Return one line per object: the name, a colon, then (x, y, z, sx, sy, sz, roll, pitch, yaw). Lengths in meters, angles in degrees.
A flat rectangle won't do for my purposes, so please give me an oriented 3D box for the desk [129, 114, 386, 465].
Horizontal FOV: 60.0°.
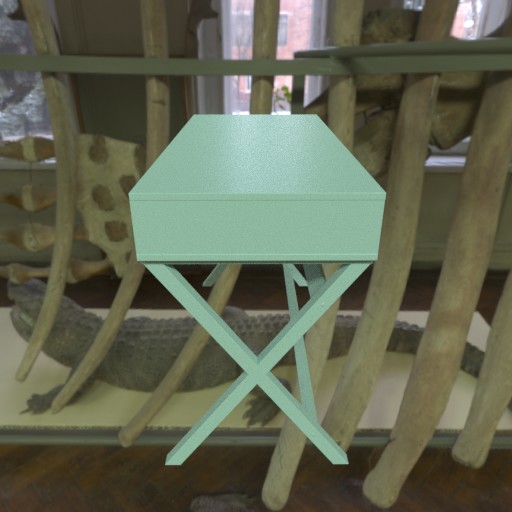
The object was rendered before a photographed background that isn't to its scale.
desk: (0.000, 0.000, 1.512, 0.509, 0.780, 1.059, 0, 26, 0)
